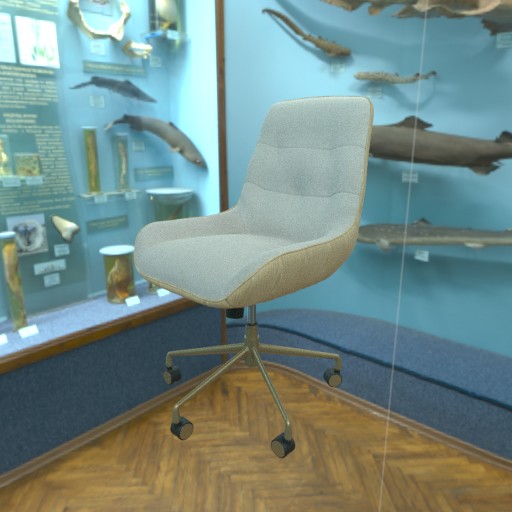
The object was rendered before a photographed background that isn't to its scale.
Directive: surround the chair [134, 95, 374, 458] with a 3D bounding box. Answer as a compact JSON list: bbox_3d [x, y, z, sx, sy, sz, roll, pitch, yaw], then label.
[{"bbox_3d":[0.000,0.000,1.355,0.564,0.952,0.668,15,21,42],"label":"chair"}]
